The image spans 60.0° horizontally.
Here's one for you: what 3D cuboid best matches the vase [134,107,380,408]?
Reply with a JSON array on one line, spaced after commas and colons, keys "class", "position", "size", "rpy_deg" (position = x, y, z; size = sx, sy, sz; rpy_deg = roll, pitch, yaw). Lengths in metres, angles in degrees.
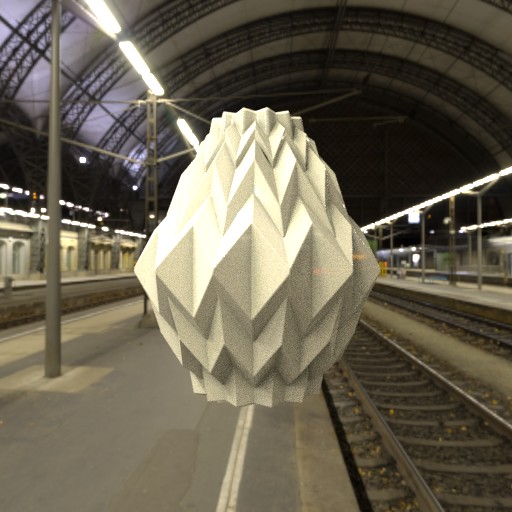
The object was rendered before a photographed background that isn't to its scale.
[{"class": "vase", "position": [0.000, 0.000, 0.306], "size": [0.164, 0.185, 0.164], "rpy_deg": [0, -1, 0]}]
